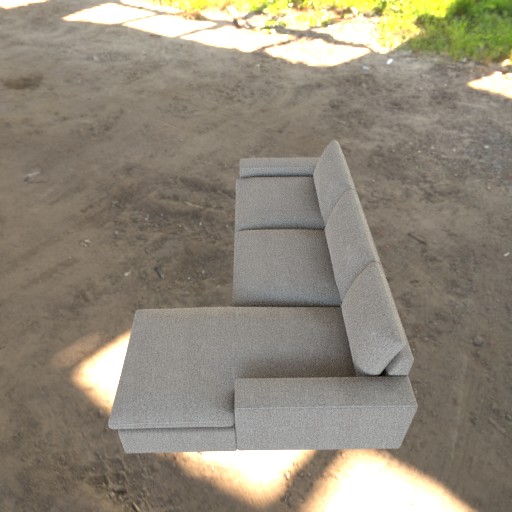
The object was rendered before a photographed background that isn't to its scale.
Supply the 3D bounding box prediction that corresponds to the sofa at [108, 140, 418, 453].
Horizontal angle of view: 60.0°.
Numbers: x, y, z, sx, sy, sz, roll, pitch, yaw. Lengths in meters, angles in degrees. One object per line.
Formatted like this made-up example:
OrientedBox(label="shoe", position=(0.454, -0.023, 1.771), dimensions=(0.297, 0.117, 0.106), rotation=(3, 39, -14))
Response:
OrientedBox(label="sofa", position=(0.000, 0.000, 3.438), dimensions=(1.689, 0.813, 2.718), rotation=(-1, 41, -1))
